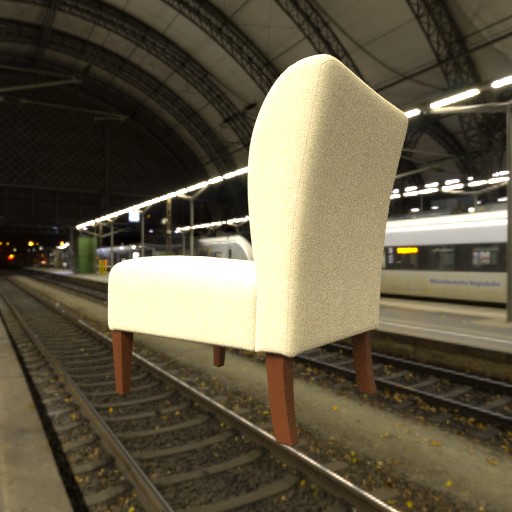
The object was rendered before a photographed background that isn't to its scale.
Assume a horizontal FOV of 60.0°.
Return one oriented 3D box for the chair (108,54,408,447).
[{"bbox_3d":[0.000,0.000,1.312,0.754,0.833,0.521,0,-1,37],"label":"chair"}]
